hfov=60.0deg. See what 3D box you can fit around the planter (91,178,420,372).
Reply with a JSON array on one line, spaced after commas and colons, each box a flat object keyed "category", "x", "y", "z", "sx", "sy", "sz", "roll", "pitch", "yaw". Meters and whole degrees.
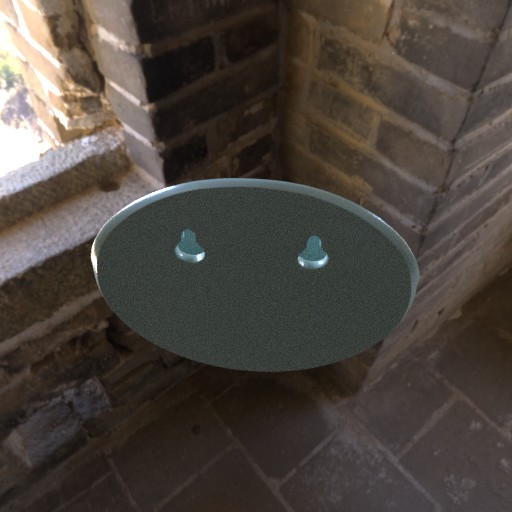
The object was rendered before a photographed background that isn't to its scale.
[{"category": "planter", "x": 0.000, "y": 0.000, "z": 0.280, "sx": 0.189, "sy": 0.164, "sz": 0.073, "roll": 3, "pitch": 47, "yaw": 3}]
